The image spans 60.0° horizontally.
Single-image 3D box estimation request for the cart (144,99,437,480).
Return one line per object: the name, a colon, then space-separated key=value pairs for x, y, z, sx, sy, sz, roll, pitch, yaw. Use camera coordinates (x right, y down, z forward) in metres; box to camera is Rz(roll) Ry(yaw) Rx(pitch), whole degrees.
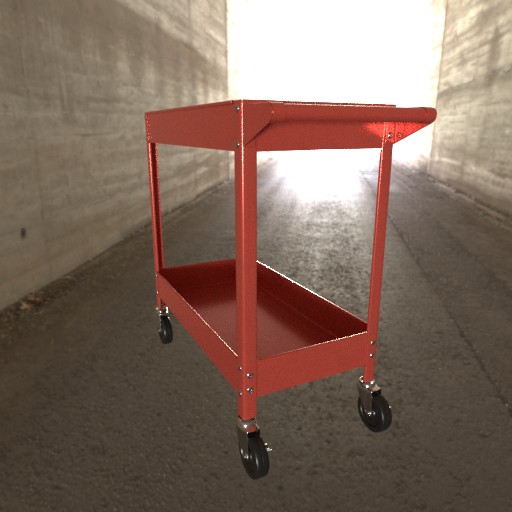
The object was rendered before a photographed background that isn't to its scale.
cart: x=0.000 y=0.000 z=1.136 sx=0.366 sy=0.719 sz=0.779 roll=-8 pitch=18 yaw=-26
